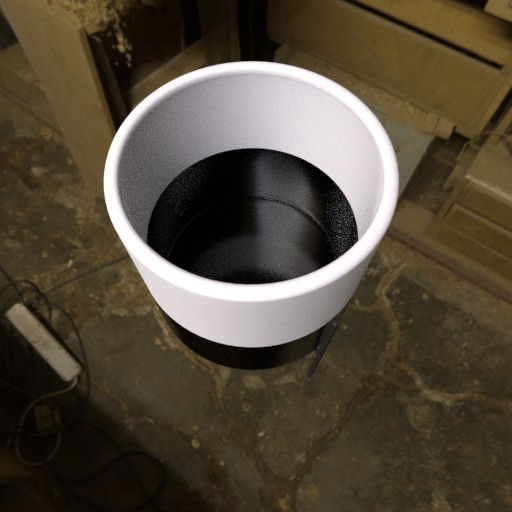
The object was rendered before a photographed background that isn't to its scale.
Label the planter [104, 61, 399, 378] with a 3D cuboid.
[{"bbox_3d":[0.000,0.000,0.643,0.310,0.432,0.310,34,68,16],"label":"planter"}]
